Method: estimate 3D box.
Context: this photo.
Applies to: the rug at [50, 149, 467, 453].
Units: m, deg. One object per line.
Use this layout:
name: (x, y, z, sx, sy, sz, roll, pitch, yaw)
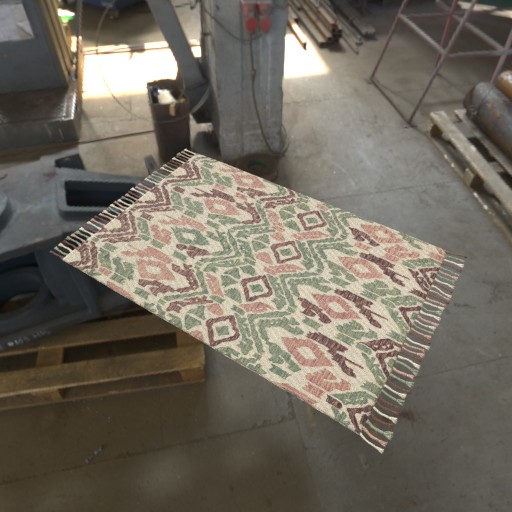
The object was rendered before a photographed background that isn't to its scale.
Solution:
rug: (0.000, 0.000, 3.001, 2.438, 0.011, 1.524, 25, 52, 22)
